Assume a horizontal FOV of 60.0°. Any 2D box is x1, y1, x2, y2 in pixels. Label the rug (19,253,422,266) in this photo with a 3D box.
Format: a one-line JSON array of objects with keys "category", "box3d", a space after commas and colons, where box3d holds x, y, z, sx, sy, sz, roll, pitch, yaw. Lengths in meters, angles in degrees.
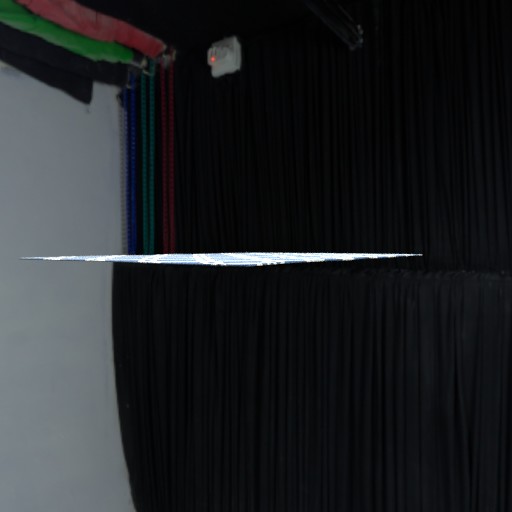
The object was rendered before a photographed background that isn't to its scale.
[{"category": "rug", "box3d": [0.000, 0.000, 2.185, 1.153, 0.010, 1.755, 1, 2, 35]}]
